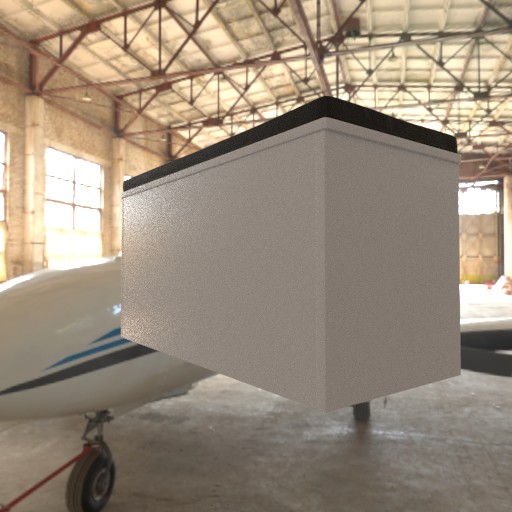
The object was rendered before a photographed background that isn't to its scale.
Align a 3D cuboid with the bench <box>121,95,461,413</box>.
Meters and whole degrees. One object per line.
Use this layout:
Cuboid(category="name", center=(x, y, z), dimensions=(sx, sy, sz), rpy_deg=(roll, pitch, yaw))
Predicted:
Cuboid(category="bench", center=(0.000, 0.000, 1.159), dimensions=(0.401, 0.500, 0.899), rpy_deg=(1, -1, -37))
